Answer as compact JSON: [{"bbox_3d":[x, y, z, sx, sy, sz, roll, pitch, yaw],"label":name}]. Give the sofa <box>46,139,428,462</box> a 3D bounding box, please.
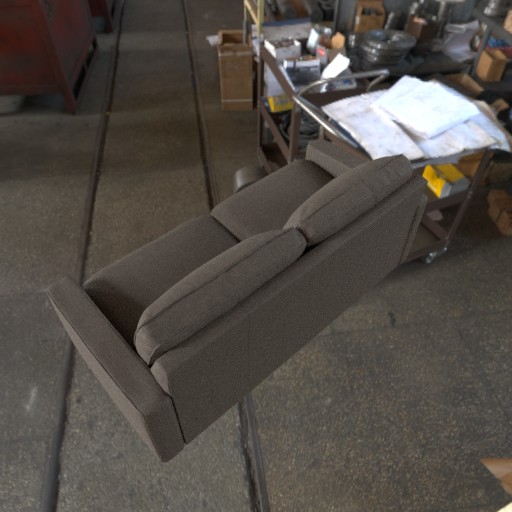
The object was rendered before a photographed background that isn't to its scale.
[{"bbox_3d":[0.000,0.000,2.558,2.080,0.919,0.940,-34,55,-28],"label":"sofa"}]
